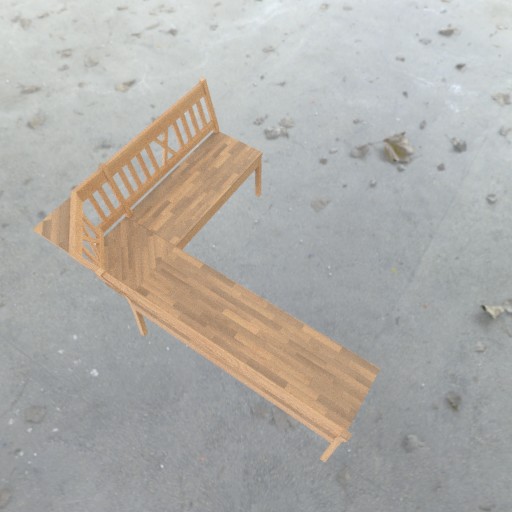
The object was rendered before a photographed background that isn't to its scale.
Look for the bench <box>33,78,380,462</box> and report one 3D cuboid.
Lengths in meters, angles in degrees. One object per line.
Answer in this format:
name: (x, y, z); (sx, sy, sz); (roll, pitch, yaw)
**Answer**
bench: (0.000, 0.000, 2.809); (1.937, 0.902, 1.537); (30, 62, 17)
